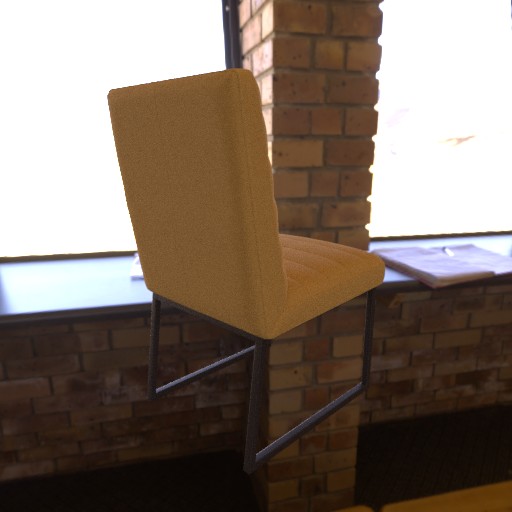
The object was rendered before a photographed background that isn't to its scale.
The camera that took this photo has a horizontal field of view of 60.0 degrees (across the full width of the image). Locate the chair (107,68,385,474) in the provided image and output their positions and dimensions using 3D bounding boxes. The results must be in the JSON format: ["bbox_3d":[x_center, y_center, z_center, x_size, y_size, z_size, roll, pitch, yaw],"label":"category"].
[{"bbox_3d":[0.000,0.000,1.304,0.520,0.930,0.634,14,20,43],"label":"chair"}]
